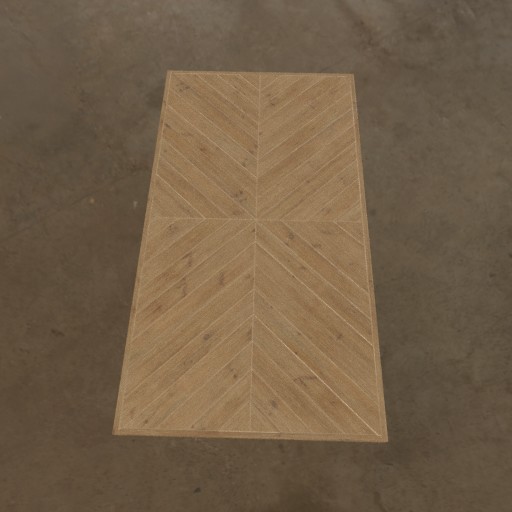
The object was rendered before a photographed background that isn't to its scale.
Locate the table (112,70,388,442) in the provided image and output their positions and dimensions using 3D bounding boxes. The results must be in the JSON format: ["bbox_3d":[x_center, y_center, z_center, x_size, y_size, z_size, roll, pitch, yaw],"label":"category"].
[{"bbox_3d":[0.000,0.000,2.320,0.991,0.762,1.803,1,65,1],"label":"table"}]
